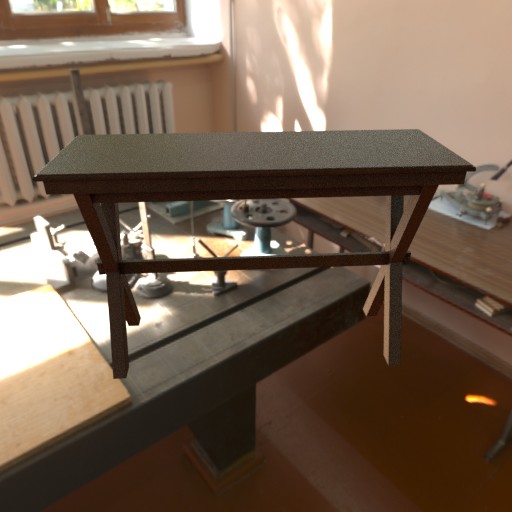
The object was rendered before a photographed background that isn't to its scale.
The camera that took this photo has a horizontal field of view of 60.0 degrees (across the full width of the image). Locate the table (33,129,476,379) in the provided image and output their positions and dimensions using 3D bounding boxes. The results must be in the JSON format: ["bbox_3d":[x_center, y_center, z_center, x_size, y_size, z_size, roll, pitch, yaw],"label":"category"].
[{"bbox_3d":[0.000,0.000,1.553,1.197,0.763,0.399,-2,30,-3],"label":"table"}]
